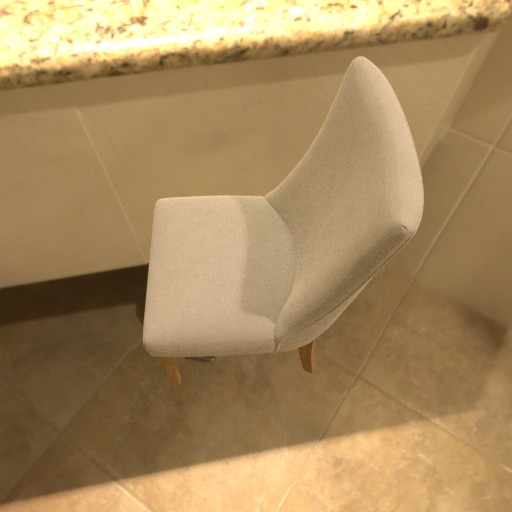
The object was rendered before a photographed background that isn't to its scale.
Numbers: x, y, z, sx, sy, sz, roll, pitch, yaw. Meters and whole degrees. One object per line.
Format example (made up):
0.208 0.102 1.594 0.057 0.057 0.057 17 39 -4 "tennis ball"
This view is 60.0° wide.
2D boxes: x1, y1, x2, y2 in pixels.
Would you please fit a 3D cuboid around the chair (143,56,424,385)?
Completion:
0.000 0.000 1.225 0.610 0.902 0.495 -2 59 -1 "chair"
